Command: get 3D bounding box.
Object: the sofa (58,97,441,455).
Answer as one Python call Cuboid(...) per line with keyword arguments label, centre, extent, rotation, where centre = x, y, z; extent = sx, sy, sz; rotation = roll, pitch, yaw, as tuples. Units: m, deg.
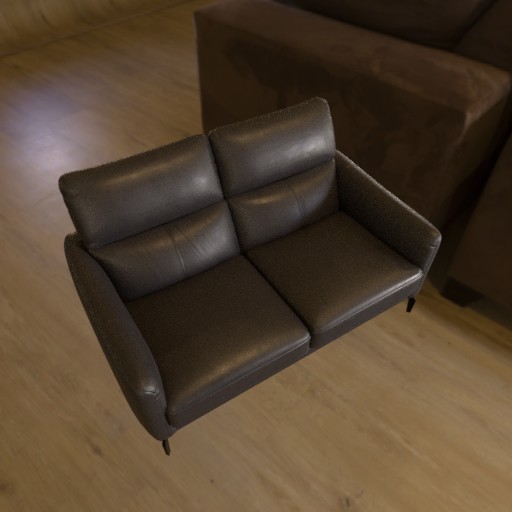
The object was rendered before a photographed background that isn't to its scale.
Cuboid(label="sofa", centre=(0.000, 0.000, 2.134), extent=(1.596, 0.920, 0.958), rotation=(-24, 50, -22))
